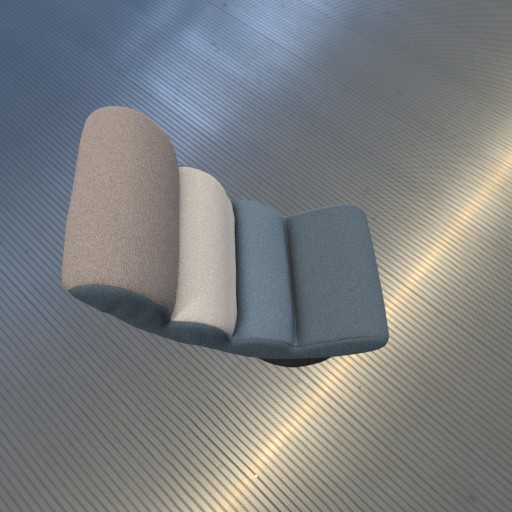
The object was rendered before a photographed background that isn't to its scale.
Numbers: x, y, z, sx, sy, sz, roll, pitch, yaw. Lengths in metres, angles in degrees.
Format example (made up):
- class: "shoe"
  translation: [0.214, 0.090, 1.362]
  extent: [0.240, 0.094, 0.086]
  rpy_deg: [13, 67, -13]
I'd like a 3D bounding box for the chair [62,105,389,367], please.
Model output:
- class: "chair"
  translation: [0.000, 0.000, 1.061]
  extent: [0.661, 0.641, 0.420]
  rpy_deg: [-3, 64, -1]
